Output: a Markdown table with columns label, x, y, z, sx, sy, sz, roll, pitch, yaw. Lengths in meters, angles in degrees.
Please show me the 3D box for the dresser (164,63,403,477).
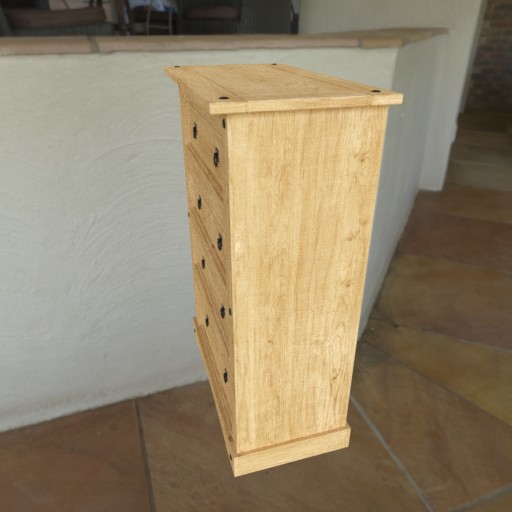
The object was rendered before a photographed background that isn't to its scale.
| label | x | y | z | sx | sy | sz | roll | pitch | yaw |
| --- | --- | --- | --- | --- | --- | --- | --- | --- | --- |
| dresser | 0.000 | 0.000 | 1.716 | 0.485 | 1.300 | 0.915 | -8 | 29 | -15 |
